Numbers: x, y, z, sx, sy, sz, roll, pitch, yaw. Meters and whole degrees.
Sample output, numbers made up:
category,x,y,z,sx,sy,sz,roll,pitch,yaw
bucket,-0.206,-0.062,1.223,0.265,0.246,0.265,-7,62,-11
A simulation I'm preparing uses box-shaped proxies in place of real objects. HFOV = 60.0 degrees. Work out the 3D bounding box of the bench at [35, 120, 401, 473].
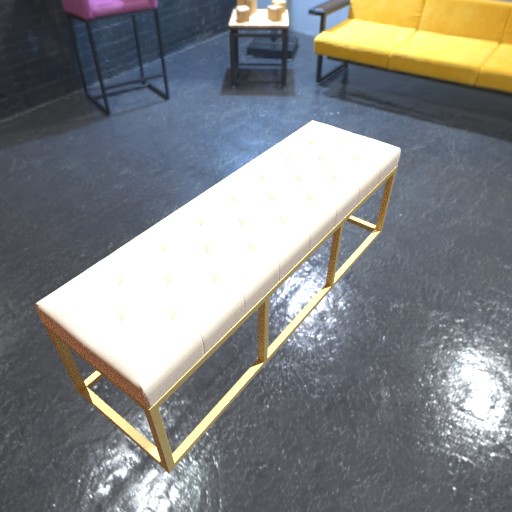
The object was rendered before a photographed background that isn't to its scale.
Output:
category,x,y,z,sx,sy,sz,roll,pitch,yaw
bench,0.000,0.000,1.722,0.457,0.484,1.473,27,49,27
